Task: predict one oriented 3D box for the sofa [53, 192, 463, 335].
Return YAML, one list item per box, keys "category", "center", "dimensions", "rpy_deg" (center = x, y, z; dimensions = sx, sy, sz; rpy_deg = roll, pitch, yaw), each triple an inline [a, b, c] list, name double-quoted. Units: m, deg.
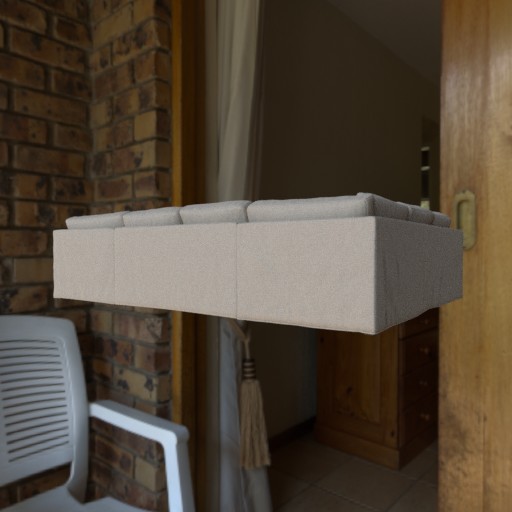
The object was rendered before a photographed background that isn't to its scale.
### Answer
- category: "sofa"
  center: [0.000, 0.000, 4.531]
  dimensions: [3.460, 0.882, 2.427]
  rpy_deg: [1, 1, 36]
